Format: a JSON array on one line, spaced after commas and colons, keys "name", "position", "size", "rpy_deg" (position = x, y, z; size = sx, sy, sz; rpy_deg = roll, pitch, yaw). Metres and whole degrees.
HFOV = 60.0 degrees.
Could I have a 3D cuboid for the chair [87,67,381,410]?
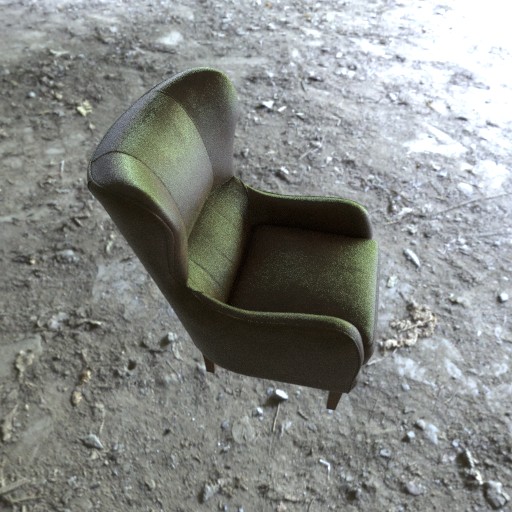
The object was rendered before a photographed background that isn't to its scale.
[{"name": "chair", "position": [0.000, 0.000, 1.600], "size": [0.914, 1.048, 0.692], "rpy_deg": [10, 49, 9]}]
